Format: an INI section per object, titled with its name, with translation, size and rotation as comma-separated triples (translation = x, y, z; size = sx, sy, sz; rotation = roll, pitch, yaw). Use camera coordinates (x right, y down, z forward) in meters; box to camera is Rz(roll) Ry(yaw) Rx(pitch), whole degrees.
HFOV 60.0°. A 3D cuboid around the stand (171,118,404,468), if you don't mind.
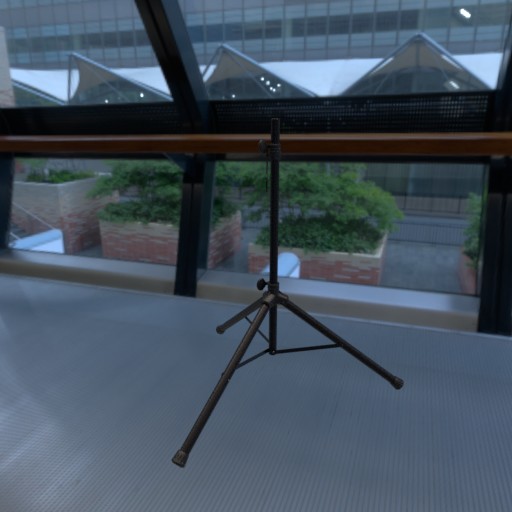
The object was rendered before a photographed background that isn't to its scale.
[stand]
translation = 0.000, 0.000, 1.919
size = 1.045, 1.136, 0.907
rotation = -8, 19, -25
